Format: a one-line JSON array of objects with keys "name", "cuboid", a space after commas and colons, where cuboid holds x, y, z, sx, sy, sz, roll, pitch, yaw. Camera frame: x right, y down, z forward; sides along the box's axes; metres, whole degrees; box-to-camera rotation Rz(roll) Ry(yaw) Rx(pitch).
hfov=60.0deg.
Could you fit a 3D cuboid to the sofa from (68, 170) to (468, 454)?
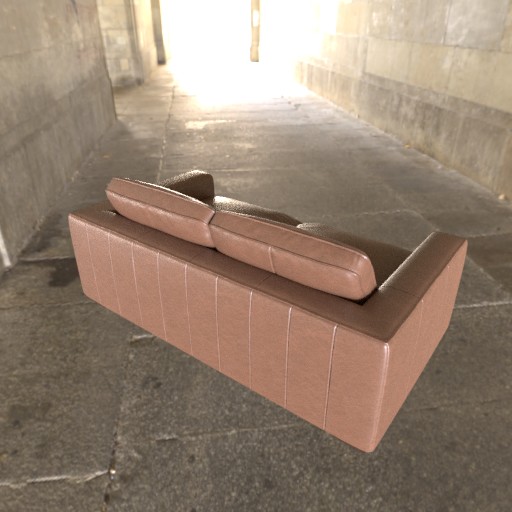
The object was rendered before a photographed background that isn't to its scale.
[{"name": "sofa", "cuboid": [0.000, 0.000, 2.438, 1.920, 0.800, 1.070, 20, 34, 32]}]
